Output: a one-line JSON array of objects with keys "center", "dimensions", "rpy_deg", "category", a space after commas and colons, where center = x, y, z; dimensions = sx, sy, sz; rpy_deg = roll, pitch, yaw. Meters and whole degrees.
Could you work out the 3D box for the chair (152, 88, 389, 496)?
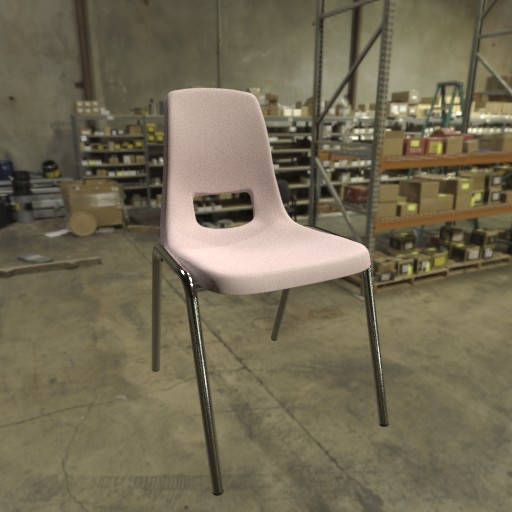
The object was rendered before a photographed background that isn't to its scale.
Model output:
[{"center": [0.000, 0.000, 0.889], "dimensions": [0.381, 0.653, 0.436], "rpy_deg": [-9, 19, -27], "category": "chair"}]
